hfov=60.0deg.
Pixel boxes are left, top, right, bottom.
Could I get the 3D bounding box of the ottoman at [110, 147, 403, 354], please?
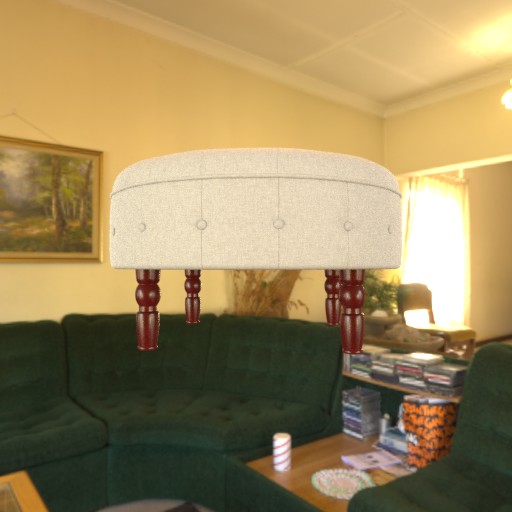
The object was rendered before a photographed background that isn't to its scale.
[{"bbox_3d":[0.000,0.000,1.351,0.849,0.478,0.849,0,-1,0],"label":"ottoman"}]
